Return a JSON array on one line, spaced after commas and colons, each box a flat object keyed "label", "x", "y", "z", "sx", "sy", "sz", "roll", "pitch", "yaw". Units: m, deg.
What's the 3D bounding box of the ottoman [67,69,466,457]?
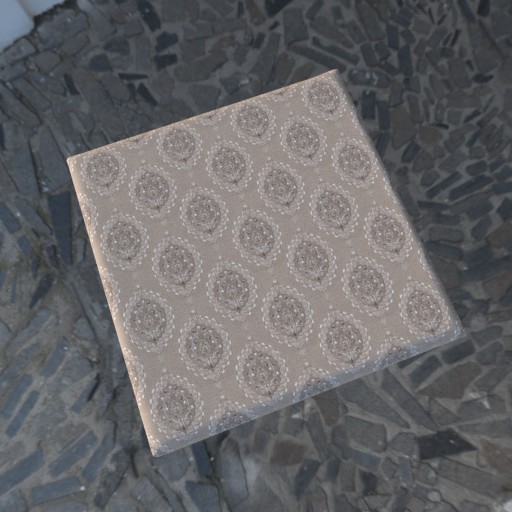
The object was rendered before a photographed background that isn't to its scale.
[{"label": "ottoman", "x": 0.000, "y": 0.000, "z": 1.403, "sx": 0.889, "sy": 0.411, "sz": 0.890, "roll": -20, "pitch": 76, "yaw": -5}]
